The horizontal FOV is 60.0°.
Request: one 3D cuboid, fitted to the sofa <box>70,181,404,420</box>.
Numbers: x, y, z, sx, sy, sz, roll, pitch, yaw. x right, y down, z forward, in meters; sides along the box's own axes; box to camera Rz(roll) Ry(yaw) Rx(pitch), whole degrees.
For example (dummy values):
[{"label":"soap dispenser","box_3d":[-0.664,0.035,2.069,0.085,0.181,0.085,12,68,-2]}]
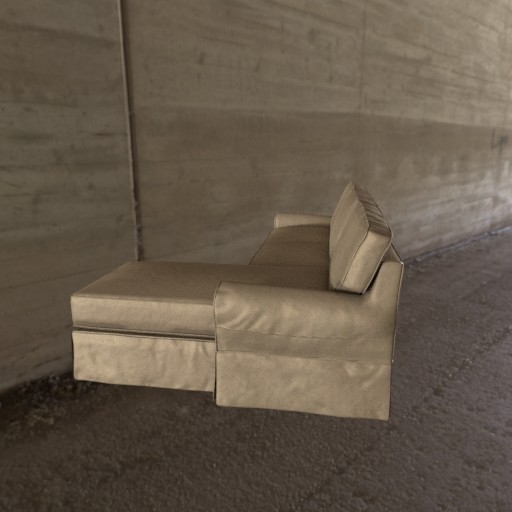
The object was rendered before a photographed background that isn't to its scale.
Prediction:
[{"label":"sofa","box_3d":[0.000,0.000,3.298,1.733,0.978,2.475,2,14,9]}]
